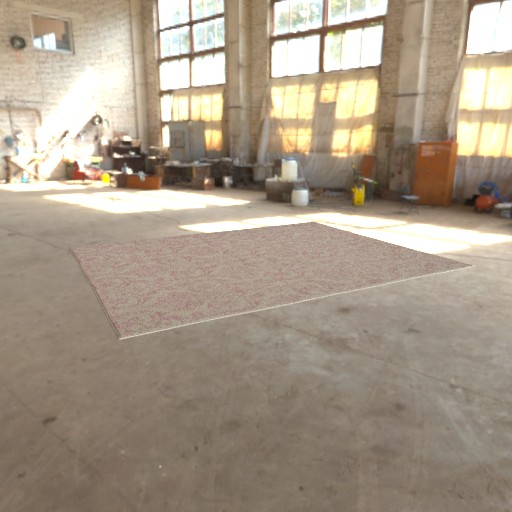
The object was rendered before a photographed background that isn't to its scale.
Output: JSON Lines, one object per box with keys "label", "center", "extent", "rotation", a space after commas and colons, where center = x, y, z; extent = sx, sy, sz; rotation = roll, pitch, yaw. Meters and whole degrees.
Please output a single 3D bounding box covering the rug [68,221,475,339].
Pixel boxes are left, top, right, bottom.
{"label": "rug", "center": [0.000, 0.000, 4.093], "extent": [2.980, 0.012, 2.363], "rotation": [-8, 17, -27]}
